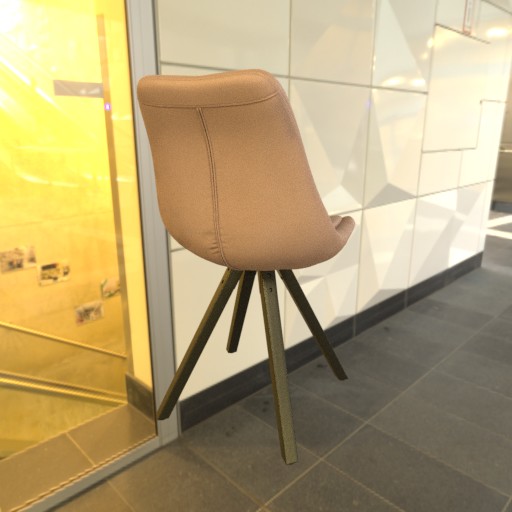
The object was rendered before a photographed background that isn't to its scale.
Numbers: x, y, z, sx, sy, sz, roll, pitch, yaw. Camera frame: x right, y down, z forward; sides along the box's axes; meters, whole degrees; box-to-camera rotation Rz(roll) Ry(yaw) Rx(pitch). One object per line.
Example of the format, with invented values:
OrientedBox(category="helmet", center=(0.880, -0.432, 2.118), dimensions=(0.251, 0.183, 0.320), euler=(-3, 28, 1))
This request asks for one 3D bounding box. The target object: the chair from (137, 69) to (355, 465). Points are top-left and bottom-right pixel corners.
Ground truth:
OrientedBox(category="chair", center=(0.000, 0.000, 1.188), dimensions=(0.483, 0.865, 0.547), euler=(8, 18, 25))
